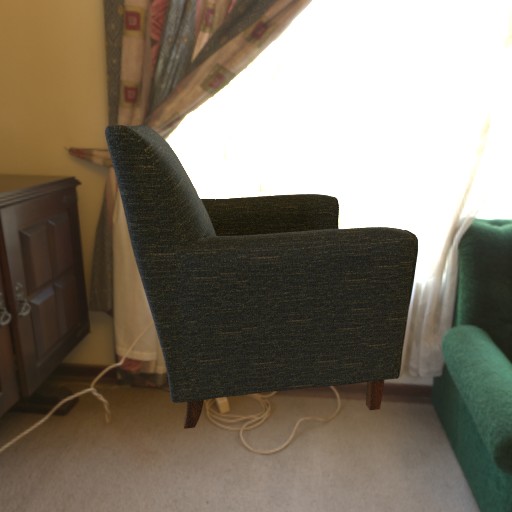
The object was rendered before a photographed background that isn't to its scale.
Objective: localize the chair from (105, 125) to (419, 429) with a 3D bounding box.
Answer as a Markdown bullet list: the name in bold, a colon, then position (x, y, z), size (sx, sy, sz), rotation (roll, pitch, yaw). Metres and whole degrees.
- **chair**: position (0.000, 0.000, 1.638), size (0.873, 0.928, 0.864), rotation (-3, 17, -10)
